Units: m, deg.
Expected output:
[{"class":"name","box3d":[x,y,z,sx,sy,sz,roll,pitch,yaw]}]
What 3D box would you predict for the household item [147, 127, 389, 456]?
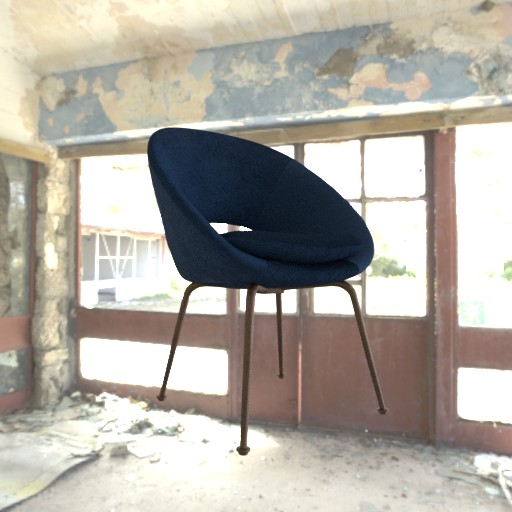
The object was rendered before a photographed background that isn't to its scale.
[{"class":"household item","box3d":[0.000,0.000,1.291,0.623,0.852,0.573,1,-1,-34]}]
